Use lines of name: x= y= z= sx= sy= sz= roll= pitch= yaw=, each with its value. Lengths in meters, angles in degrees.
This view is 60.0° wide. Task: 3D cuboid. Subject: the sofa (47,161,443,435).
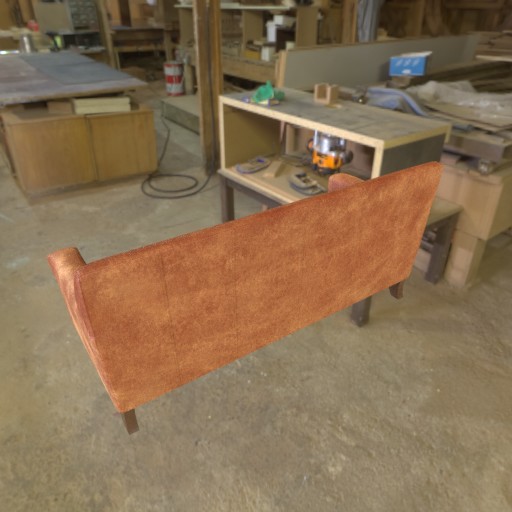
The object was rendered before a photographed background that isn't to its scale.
sofa: x=0.000 y=0.000 z=2.534 sx=2.053 sy=0.947 sz=0.805 roll=-19 pitch=36 yaw=-29
